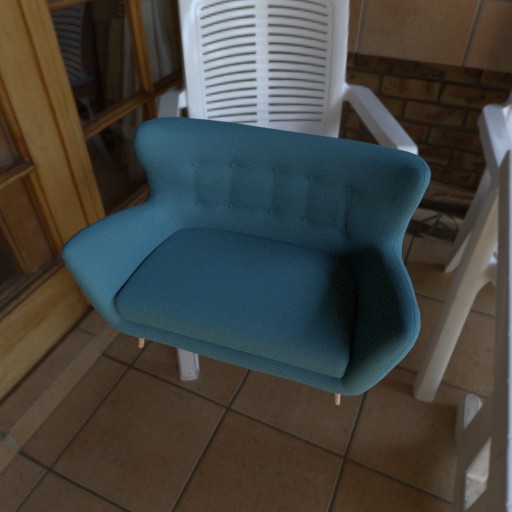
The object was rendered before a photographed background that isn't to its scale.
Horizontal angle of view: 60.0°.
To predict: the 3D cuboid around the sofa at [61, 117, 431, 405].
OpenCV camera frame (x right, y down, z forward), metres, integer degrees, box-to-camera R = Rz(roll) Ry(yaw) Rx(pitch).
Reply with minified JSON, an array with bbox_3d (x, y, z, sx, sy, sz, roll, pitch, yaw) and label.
[{"bbox_3d":[0.000,0.000,2.005,1.397,0.889,0.889,12,43,14],"label":"sofa"}]
